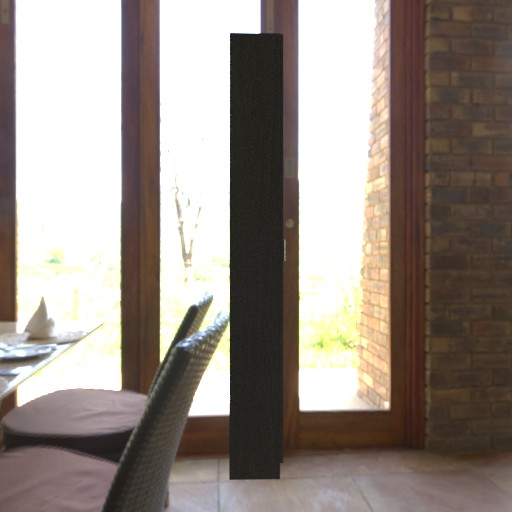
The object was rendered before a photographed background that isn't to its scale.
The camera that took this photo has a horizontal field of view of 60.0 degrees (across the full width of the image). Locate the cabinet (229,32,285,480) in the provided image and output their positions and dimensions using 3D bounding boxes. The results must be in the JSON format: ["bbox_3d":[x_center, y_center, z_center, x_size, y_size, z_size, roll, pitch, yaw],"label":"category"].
[{"bbox_3d":[0.000,0.000,2.027,0.230,1.790,0.500,0,0,-2],"label":"cabinet"}]
